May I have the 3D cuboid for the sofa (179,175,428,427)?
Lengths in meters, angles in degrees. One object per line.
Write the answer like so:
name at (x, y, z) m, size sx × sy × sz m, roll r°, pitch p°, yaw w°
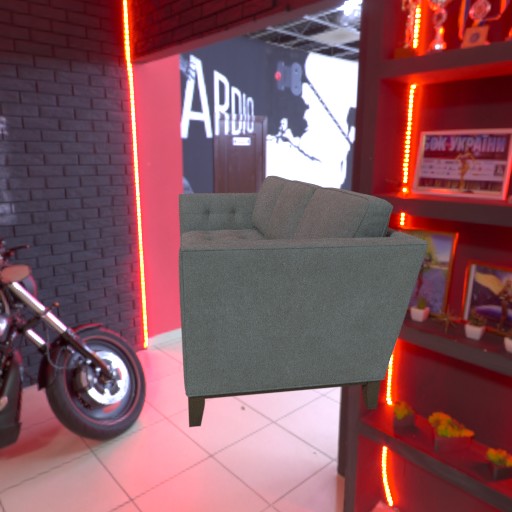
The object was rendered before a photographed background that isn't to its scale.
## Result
sofa at (0.000, 0.000, 2.852) m, size 0.965 × 0.940 × 2.387 m, roll -2°, pitch 13°, yaw -9°
